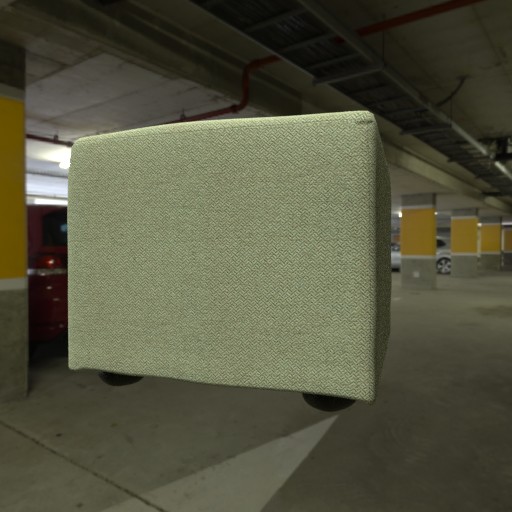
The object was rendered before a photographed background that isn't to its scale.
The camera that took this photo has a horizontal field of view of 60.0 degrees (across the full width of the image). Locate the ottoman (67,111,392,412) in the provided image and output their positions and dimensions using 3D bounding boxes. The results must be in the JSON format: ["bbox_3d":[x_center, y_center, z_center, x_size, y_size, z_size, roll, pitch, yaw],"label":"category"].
[{"bbox_3d":[0.000,0.000,0.900,0.512,0.453,0.521,0,1,19],"label":"ottoman"}]
